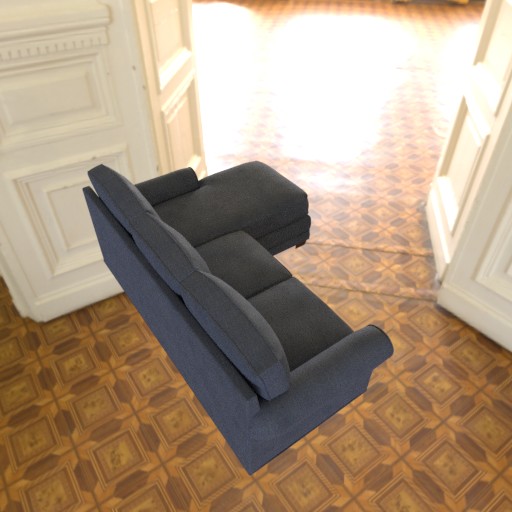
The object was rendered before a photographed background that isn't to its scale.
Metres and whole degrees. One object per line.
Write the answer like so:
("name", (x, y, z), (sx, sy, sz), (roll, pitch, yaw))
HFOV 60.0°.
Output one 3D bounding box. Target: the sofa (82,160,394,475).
("sofa", (0.000, 0.000, 3.464), (1.780, 1.063, 2.567), (-25, 48, -26))
